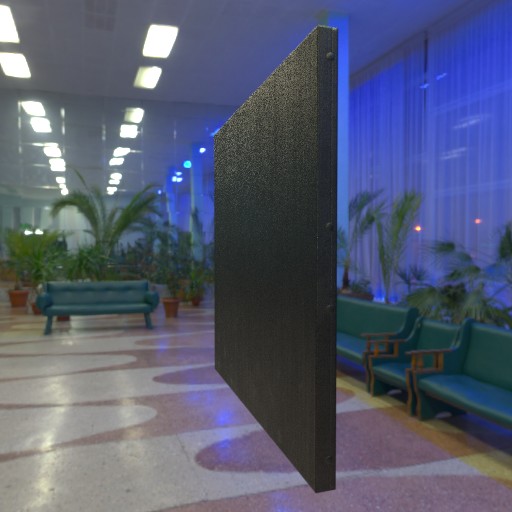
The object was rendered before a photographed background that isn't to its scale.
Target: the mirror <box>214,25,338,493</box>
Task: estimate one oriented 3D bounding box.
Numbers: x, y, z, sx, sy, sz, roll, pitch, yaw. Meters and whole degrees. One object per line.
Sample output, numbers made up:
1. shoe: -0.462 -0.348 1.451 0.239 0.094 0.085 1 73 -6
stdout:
1. mirror: 0.000 0.000 0.544 0.020 0.381 0.382 -1 2 -18
